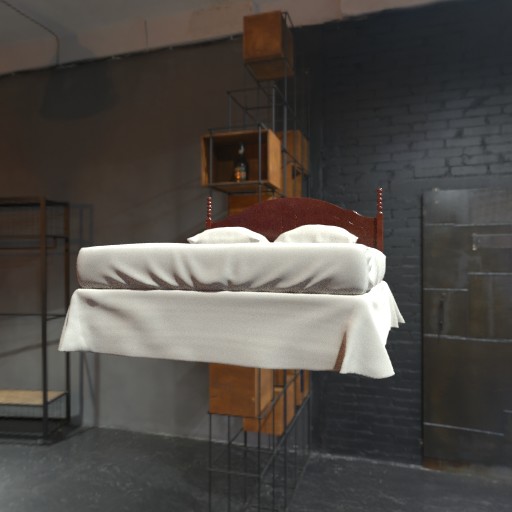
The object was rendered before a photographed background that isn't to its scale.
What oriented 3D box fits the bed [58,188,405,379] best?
[{"bbox_3d":[0.000,0.000,3.683,2.322,1.355,2.219,0,-1,19],"label":"bed"}]
